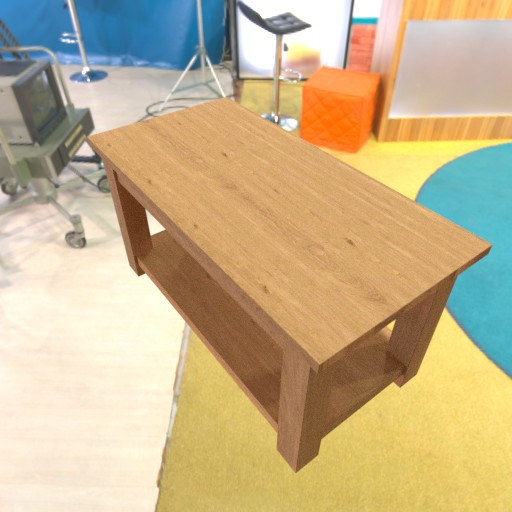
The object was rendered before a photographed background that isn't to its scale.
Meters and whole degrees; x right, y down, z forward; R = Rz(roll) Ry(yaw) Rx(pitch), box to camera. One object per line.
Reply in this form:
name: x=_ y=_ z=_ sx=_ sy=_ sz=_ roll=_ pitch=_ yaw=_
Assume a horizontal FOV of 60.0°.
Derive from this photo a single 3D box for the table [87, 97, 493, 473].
table: x=0.000 y=0.000 z=1.159 sx=0.450 sy=0.452 sz=0.899 roll=-27 pitch=48 yaw=-27
